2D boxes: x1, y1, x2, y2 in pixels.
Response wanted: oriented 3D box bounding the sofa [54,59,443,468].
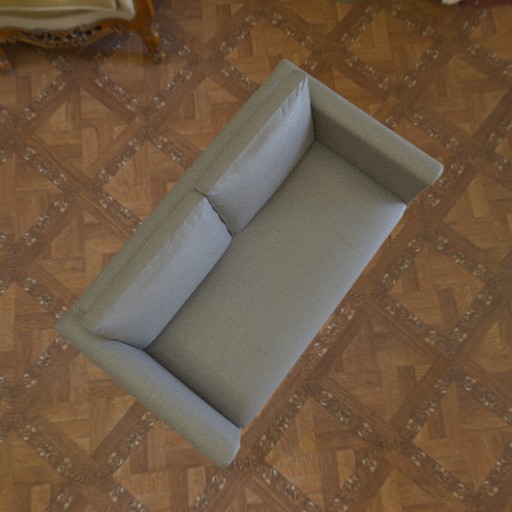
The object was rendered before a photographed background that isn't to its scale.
[{"bbox_3d":[0.000,0.000,2.116,0.899,0.873,1.598,37,80,7],"label":"sofa"}]
